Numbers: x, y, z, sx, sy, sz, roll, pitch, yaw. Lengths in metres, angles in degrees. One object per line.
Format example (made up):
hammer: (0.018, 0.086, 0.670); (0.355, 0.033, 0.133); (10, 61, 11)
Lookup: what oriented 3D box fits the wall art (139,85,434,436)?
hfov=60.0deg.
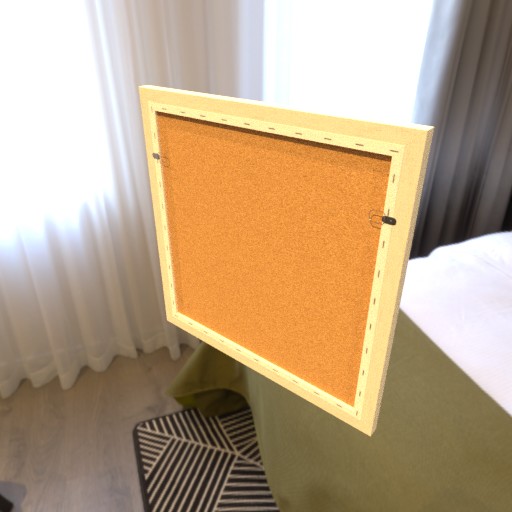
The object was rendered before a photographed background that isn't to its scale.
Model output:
wall art: (0.000, 0.000, 1.530); (1.016, 1.016, 0.045); (21, 36, 33)
